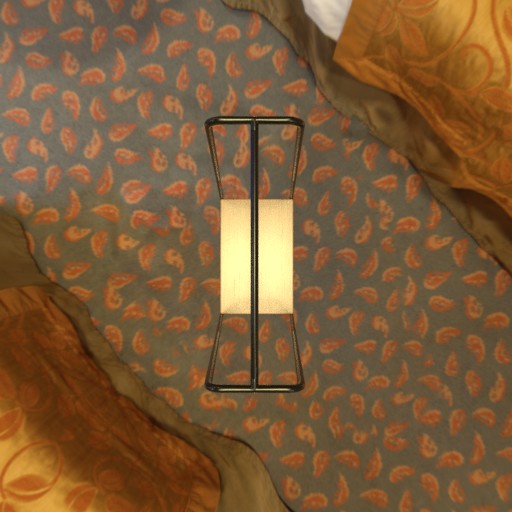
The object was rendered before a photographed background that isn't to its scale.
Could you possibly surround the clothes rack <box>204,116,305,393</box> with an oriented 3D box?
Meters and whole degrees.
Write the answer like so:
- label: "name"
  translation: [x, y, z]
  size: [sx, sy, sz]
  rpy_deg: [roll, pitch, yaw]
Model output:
- label: "clothes rack"
  translation: [0.000, 0.000, 1.762]
  size: [0.400, 1.500, 0.640]
  rpy_deg: [0, 90, 0]
